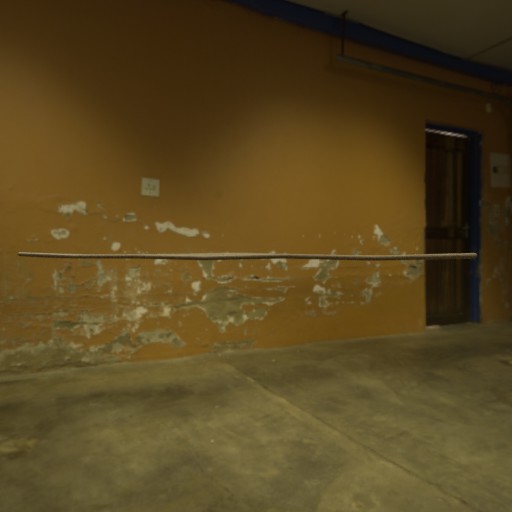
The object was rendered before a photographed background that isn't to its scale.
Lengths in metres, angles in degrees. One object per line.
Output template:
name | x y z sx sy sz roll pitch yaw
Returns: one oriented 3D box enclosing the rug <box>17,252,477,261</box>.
rug | 0.000 0.000 2.915 2.430 0.053 1.553 0 0 19
